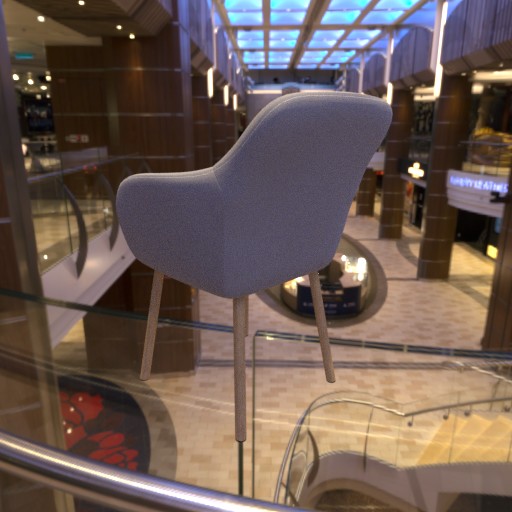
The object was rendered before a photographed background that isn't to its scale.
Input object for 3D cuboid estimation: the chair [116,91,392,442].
[{"bbox_3d":[0.000,0.000,1.233,0.570,0.830,0.590,-15,22,-42],"label":"chair"}]
